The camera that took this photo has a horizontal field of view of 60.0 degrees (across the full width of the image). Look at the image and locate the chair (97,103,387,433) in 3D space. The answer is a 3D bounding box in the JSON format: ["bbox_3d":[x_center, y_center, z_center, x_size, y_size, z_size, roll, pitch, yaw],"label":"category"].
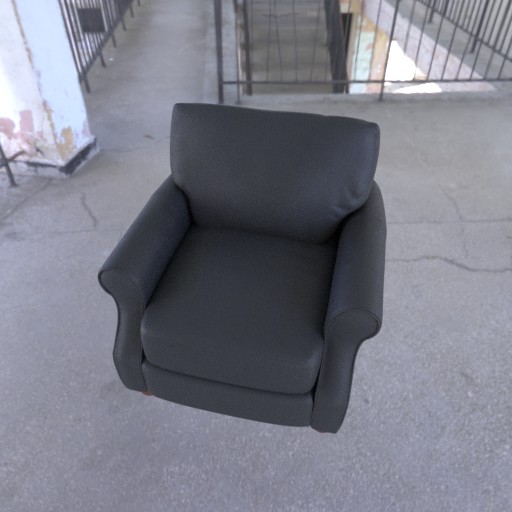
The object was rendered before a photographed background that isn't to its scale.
[{"bbox_3d":[0.000,0.000,1.769,1.015,0.960,1.027,12,42,14],"label":"chair"}]
